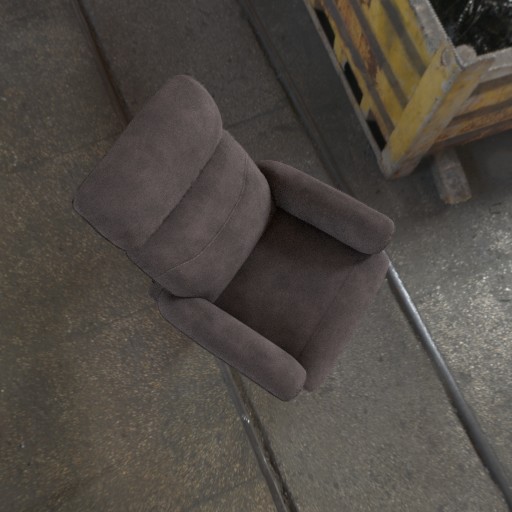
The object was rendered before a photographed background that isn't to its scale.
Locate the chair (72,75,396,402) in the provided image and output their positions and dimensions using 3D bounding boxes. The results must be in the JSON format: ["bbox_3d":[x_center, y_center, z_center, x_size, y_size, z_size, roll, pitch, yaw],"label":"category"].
[{"bbox_3d":[0.000,0.000,1.782,1.009,1.035,0.830,32,77,8],"label":"chair"}]
